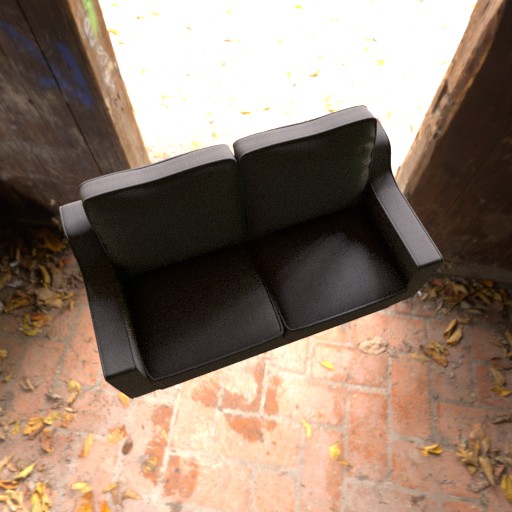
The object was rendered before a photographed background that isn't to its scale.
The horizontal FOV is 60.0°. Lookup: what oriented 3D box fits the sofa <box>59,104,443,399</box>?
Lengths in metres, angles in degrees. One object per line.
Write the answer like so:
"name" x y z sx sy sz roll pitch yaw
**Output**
"sofa" 0.000 0.000 2.057 1.500 0.948 0.791 -18 64 -9
